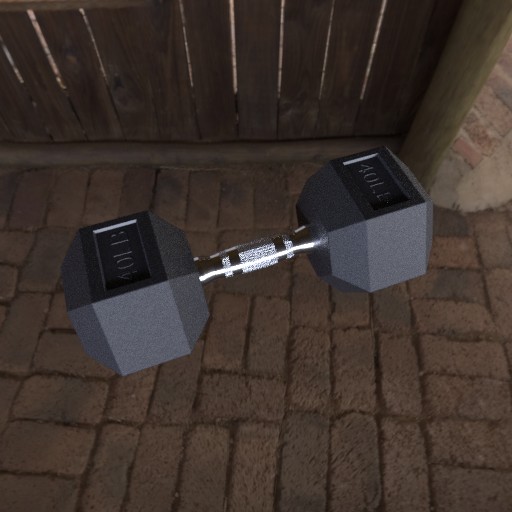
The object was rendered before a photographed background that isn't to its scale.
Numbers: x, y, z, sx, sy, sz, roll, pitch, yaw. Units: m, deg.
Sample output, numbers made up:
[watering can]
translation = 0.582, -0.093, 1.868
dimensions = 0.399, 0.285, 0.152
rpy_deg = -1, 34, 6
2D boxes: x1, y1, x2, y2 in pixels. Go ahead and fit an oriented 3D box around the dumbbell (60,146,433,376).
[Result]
[dumbbell]
translation = 0.000, 0.000, 0.458
dimensions = 0.361, 0.137, 0.157
rpy_deg = -17, 59, -11
